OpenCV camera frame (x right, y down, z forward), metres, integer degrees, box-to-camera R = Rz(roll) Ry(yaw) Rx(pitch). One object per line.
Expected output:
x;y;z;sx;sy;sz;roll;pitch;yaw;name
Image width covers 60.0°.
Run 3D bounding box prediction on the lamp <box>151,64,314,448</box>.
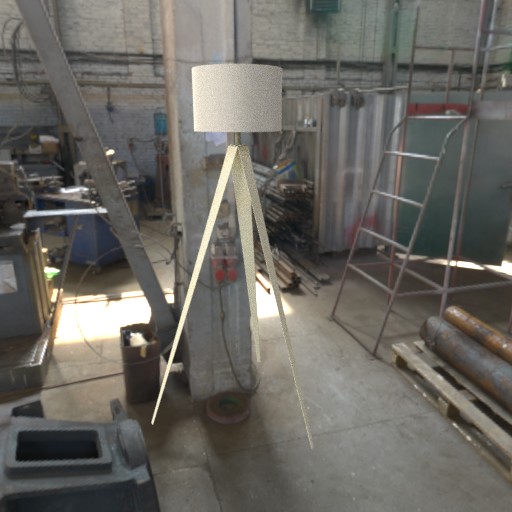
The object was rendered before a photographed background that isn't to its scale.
0.000;0.000;1.956;0.716;1.524;0.724;9;19;27;lamp
